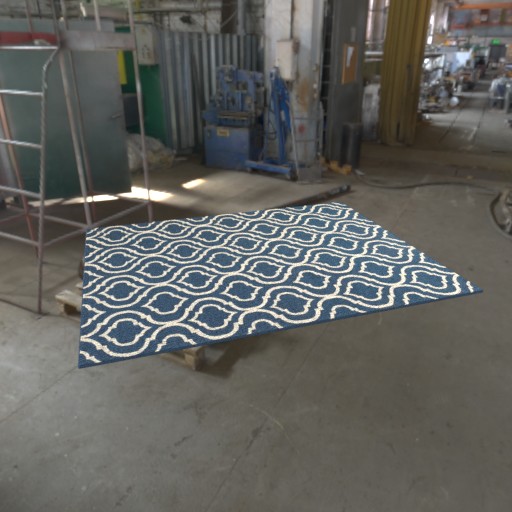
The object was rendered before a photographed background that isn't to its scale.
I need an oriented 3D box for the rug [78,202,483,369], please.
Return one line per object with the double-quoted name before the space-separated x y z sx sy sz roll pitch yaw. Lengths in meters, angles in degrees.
"rug" 0.000 0.000 3.919 2.881 0.020 2.270 -8 26 -16
